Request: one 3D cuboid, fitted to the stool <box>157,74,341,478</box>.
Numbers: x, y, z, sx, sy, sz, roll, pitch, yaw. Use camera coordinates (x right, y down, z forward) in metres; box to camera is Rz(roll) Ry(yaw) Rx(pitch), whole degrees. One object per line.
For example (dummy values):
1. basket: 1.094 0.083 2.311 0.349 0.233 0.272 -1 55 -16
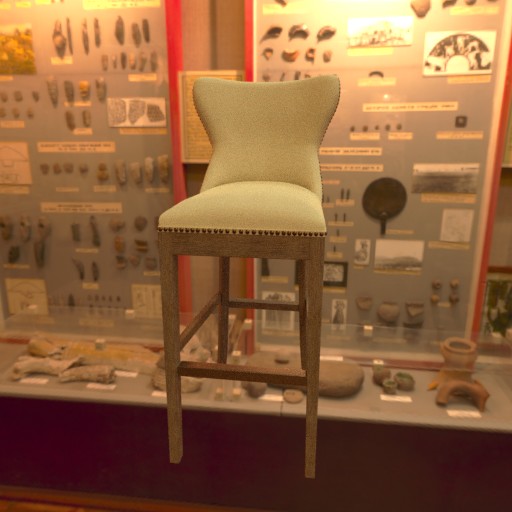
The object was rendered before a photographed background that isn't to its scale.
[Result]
1. stool: 0.000 0.000 1.417 0.494 1.123 0.606 2 16 8
